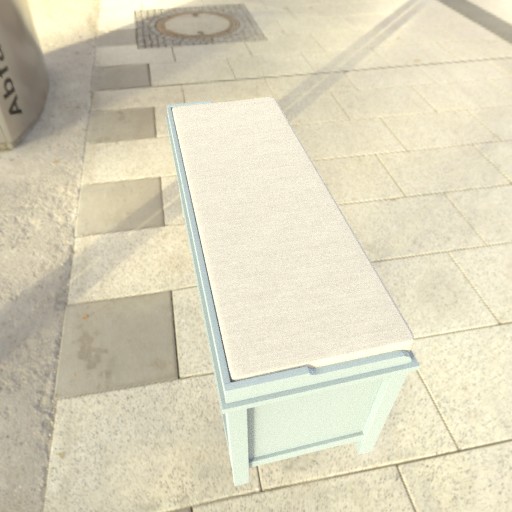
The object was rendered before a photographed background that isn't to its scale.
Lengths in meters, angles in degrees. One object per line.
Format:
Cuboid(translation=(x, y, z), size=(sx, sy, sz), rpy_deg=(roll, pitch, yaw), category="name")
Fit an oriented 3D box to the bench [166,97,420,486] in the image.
Cuboid(translation=(0.000, 0.000, 1.380), size=(0.398, 0.501, 1.140), rpy_deg=(-10, 46, -9), category="bench")
